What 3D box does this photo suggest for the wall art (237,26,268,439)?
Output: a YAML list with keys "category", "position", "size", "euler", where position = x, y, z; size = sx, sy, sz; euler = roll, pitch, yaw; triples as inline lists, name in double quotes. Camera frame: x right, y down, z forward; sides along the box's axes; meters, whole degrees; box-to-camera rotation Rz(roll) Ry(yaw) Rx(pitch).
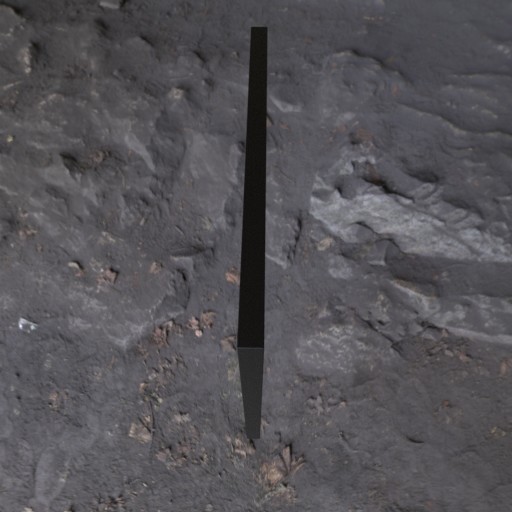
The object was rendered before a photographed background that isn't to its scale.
- category: "wall art"
  position: [0.000, 0.000, 1.144]
  size: [0.038, 0.765, 0.765]
  euler: [1, 59, 1]
